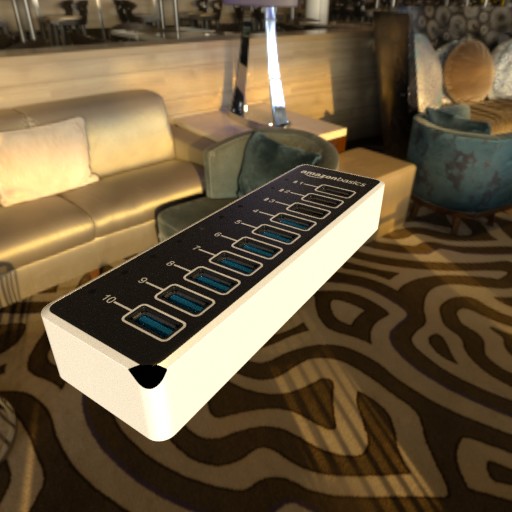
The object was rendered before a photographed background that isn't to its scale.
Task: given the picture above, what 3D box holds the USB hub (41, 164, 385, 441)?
[{"bbox_3d":[0.000,0.000,0.164,0.044,0.023,0.145,19,36,29],"label":"USB hub"}]
